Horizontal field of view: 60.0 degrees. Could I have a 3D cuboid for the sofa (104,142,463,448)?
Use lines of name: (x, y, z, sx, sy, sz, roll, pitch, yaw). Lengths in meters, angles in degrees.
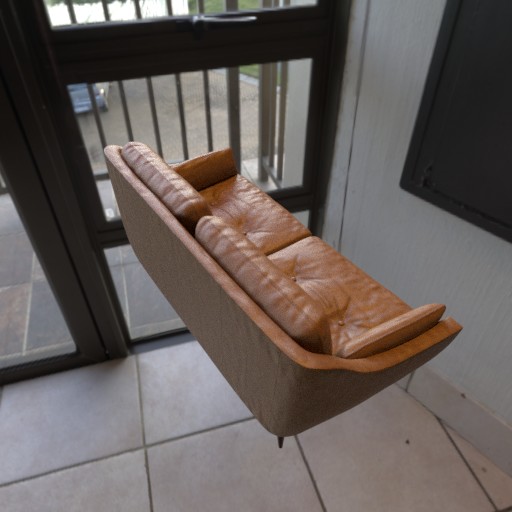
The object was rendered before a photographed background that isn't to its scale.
sofa: (0.000, 0.000, 2.342, 0.904, 0.839, 1.902, -25, 47, -25)
